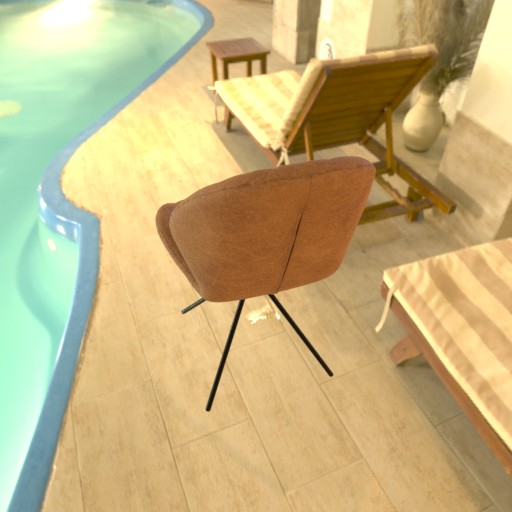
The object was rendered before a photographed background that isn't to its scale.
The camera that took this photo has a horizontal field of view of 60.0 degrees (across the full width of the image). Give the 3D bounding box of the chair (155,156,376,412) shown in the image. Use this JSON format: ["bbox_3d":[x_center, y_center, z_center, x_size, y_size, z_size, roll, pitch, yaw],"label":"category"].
[{"bbox_3d":[0.000,0.000,1.299,0.527,0.929,0.640,-12,43,-13],"label":"chair"}]
